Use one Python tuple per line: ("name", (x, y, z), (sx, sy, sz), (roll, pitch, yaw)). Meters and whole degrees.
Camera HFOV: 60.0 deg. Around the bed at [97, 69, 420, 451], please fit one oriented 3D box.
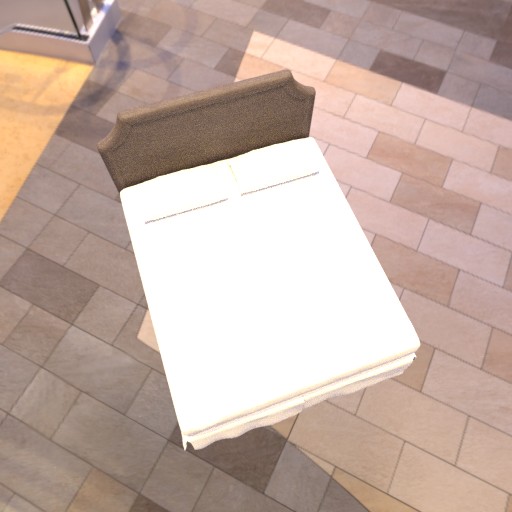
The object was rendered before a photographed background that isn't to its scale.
("bed", (0.000, 0.000, 4.160), (2.350, 1.590, 2.773), (-18, 65, -8))
